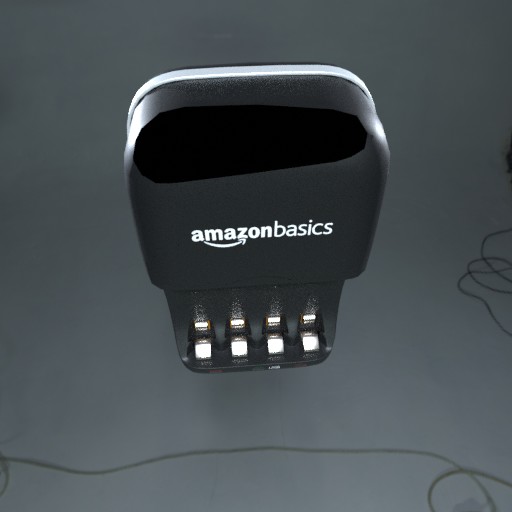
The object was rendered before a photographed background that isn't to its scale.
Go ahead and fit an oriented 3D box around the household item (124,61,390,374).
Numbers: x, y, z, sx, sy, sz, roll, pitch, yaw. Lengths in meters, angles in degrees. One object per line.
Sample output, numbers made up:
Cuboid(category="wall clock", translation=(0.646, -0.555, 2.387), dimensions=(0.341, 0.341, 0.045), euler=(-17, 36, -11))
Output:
Cuboid(category="household item", translation=(0.000, 0.000, 0.145), dimensions=(0.070, 0.114, 0.038), euler=(-3, 47, -3))
